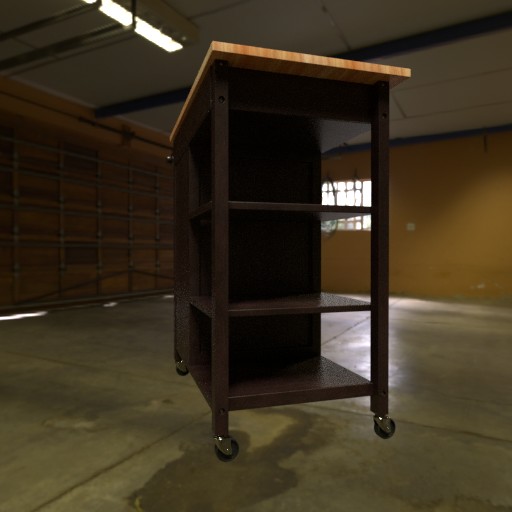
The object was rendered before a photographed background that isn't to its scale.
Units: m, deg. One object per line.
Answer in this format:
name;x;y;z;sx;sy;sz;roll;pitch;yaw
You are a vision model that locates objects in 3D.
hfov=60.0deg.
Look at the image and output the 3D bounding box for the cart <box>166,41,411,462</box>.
cart;0.000;0.000;1.403;0.472;0.878;0.914;0;1;-17
